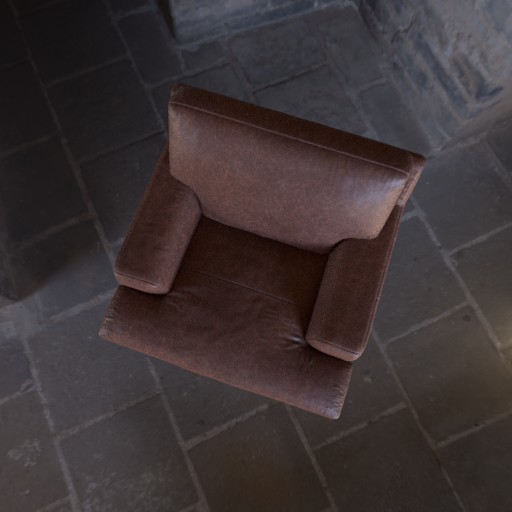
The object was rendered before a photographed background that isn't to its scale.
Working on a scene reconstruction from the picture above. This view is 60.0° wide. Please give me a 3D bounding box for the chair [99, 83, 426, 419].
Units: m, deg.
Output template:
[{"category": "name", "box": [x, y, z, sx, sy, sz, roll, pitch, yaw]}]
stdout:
[{"category": "chair", "box": [0.000, 0.000, 2.013, 1.168, 0.939, 1.143, 18, 77, 4]}]
